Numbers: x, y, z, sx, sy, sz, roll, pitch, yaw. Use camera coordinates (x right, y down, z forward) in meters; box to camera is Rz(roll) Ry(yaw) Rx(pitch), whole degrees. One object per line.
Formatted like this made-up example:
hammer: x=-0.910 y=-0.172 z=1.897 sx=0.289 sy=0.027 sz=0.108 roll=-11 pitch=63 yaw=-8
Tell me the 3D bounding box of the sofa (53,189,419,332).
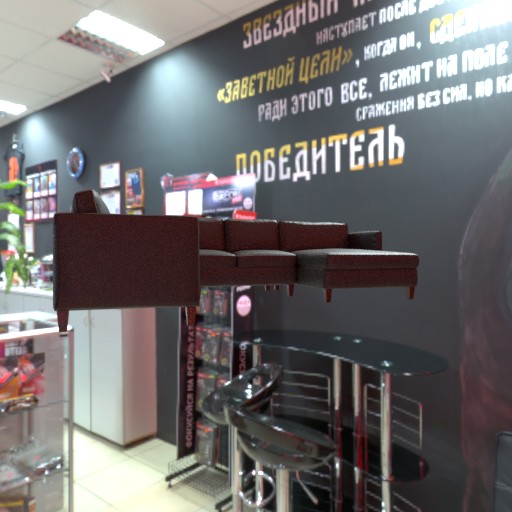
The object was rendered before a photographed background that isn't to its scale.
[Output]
sofa: x=0.000 y=0.000 z=4.451 sx=3.460 sy=0.923 sz=2.593 roll=0 pitch=1 yaw=-18
